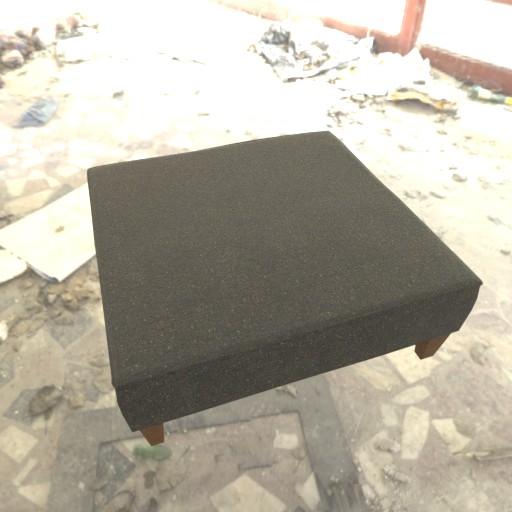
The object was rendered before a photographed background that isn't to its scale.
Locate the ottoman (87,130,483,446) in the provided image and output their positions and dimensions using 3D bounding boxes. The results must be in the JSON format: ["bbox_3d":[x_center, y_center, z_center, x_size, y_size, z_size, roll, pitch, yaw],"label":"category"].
[{"bbox_3d":[0.000,0.000,1.534,1.004,0.382,0.968,-13,44,-14],"label":"ottoman"}]
